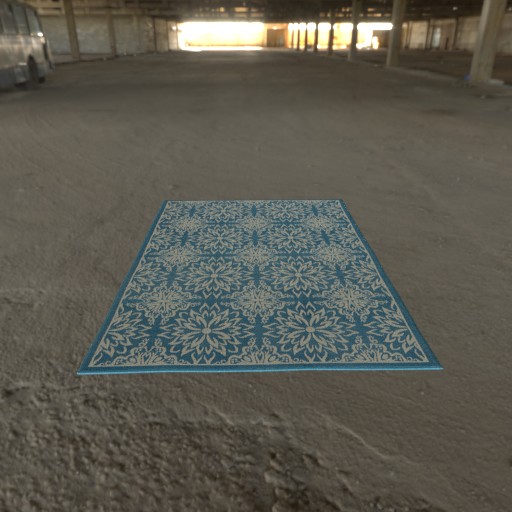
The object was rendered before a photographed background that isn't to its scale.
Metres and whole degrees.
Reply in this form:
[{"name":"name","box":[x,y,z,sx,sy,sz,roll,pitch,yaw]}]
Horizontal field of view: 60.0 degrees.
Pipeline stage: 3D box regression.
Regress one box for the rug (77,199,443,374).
[{"name":"rug","box":[0.000,0.000,2.864,1.554,0.012,2.205,-1,26,-1]}]
